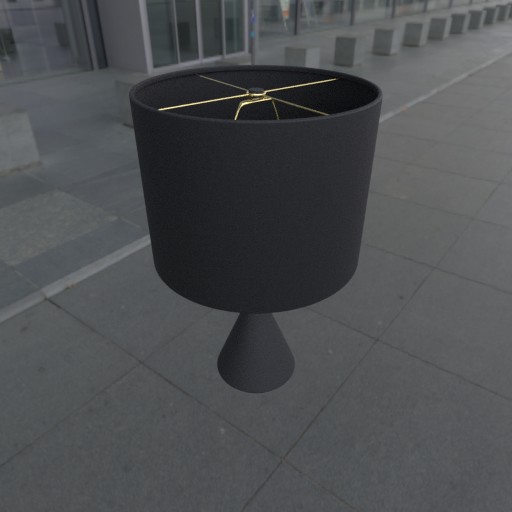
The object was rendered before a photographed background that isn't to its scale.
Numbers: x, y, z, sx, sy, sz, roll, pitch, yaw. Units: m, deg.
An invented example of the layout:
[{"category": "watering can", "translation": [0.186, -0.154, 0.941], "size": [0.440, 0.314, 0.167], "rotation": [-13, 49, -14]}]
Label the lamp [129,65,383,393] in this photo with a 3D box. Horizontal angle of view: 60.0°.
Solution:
[{"category": "lamp", "translation": [0.000, 0.000, 0.800], "size": [0.359, 0.584, 0.359], "rotation": [-22, 39, -30]}]
